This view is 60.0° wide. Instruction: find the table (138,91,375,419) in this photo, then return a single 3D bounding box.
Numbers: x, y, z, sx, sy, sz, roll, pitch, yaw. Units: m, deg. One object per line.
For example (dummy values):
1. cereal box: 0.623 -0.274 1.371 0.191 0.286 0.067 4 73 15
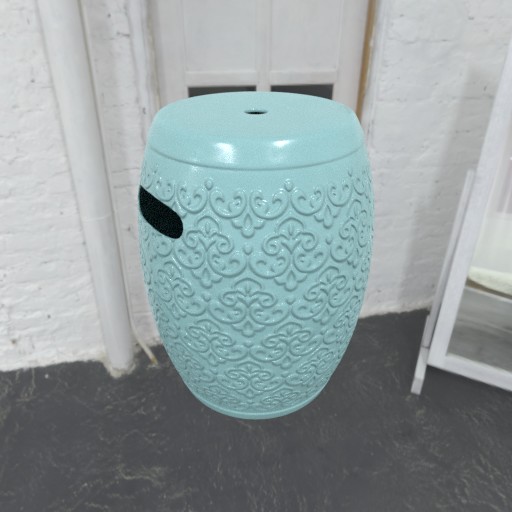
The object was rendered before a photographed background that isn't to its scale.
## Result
1. table: 0.000 0.000 0.617 0.309 0.397 0.309 0 31 0
